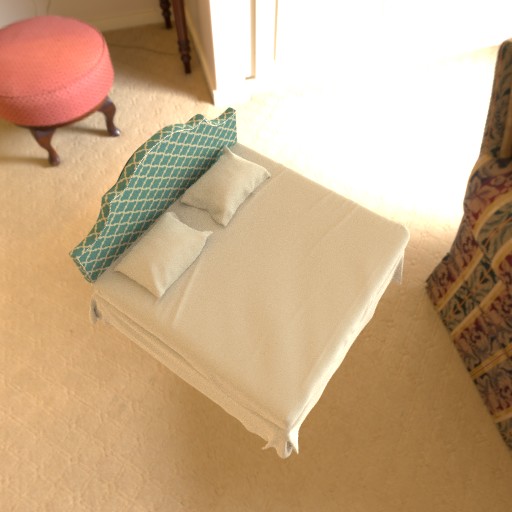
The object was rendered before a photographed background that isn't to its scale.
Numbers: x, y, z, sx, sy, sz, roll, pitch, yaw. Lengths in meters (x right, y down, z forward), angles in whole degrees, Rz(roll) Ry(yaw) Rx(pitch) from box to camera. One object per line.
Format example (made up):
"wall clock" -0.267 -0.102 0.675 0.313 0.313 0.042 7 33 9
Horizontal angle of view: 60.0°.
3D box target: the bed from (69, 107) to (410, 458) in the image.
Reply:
"bed" 0.000 0.000 3.737 2.222 1.601 2.314 31 63 18
